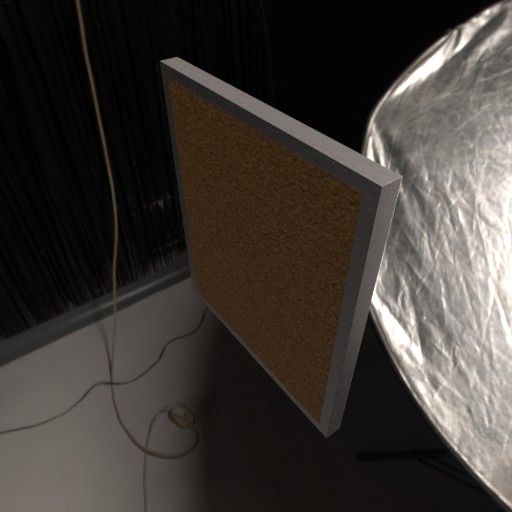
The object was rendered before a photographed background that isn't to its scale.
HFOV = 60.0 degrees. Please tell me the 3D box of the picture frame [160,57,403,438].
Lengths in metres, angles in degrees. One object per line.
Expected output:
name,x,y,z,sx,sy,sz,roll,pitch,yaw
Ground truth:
picture frame,0.000,0.000,0.541,0.027,0.378,0.327,-27,48,-27
